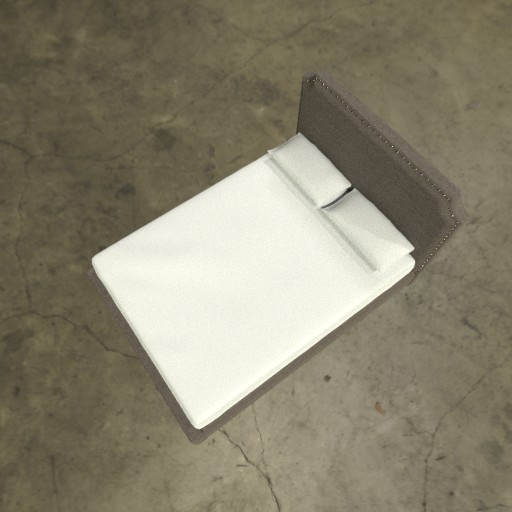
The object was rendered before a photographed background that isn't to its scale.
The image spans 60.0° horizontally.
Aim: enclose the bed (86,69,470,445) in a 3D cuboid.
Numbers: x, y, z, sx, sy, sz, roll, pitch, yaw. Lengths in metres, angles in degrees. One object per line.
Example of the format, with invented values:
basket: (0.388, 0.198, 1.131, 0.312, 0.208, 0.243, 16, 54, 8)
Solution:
bed: (0.000, 0.000, 3.552, 2.381, 1.457, 1.713, -33, 69, -15)
